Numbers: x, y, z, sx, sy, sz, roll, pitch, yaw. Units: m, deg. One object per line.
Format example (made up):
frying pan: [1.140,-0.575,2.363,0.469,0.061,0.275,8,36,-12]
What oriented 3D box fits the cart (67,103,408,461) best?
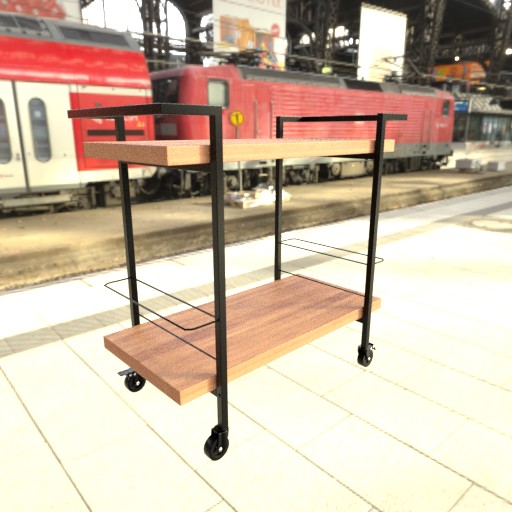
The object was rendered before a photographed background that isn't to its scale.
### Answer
cart: [0.000,0.000,1.236,0.806,0.762,0.406,-14,21,-41]
